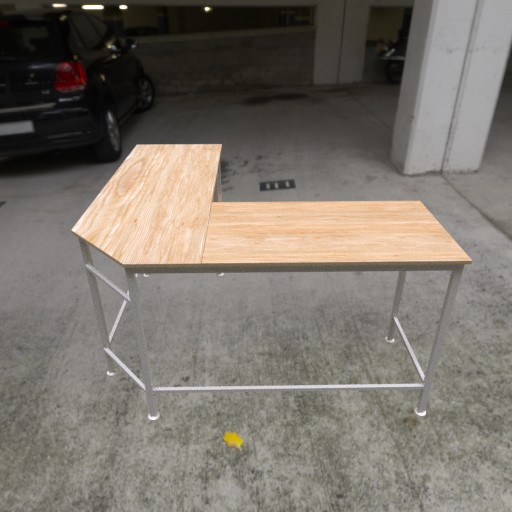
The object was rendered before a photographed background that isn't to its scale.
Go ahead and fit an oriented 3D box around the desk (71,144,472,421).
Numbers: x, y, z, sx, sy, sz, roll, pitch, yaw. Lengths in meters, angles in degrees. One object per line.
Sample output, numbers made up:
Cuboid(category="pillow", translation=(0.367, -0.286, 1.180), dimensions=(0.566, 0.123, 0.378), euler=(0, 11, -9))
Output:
Cuboid(category="desk", translation=(0.000, 0.000, 2.209), dimensions=(1.379, 0.739, 1.379), euler=(-1, 30, -1))
